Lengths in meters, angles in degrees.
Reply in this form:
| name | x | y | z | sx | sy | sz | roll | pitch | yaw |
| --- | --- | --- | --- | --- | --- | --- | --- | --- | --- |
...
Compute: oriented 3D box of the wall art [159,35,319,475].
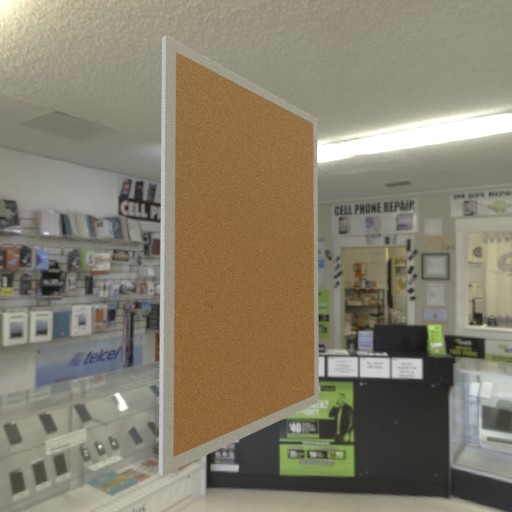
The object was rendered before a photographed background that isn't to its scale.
| name | x | y | z | sx | sy | sz | roll | pitch | yaw |
| --- | --- | --- | --- | --- | --- | --- | --- | --- | --- |
| wall art | 0.000 | 0.000 | 1.211 | 0.013 | 0.940 | 0.659 | -2 | -3 | 37 |
